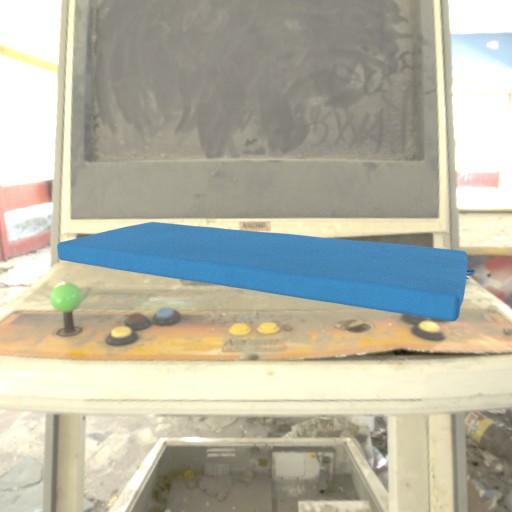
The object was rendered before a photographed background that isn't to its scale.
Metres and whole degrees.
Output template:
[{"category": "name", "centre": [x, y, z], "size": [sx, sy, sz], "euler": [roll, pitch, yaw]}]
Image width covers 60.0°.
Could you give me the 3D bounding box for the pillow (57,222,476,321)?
[{"category": "pillow", "centre": [0.000, 0.000, 1.333], "size": [1.187, 0.081, 0.492], "euler": [7, 15, 26]}]
